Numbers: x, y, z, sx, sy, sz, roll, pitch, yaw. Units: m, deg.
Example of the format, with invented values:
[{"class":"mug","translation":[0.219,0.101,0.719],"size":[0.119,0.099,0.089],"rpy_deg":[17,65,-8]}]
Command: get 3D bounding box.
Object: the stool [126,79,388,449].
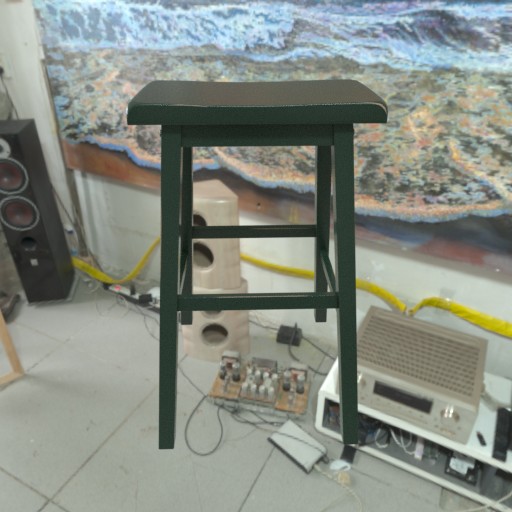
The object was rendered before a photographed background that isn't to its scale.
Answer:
[{"class":"stool","translation":[0.000,0.000,1.033],"size":[0.457,0.737,0.476],"rpy_deg":[-1,31,-1]}]
